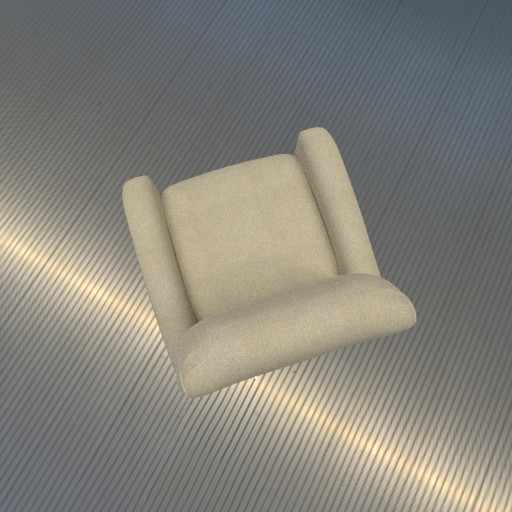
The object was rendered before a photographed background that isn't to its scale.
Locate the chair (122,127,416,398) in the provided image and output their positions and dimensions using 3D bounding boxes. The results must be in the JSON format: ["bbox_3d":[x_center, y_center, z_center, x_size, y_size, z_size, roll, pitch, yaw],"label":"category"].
[{"bbox_3d":[0.000,0.000,1.678,0.850,1.006,0.853,-17,75,-5],"label":"chair"}]
